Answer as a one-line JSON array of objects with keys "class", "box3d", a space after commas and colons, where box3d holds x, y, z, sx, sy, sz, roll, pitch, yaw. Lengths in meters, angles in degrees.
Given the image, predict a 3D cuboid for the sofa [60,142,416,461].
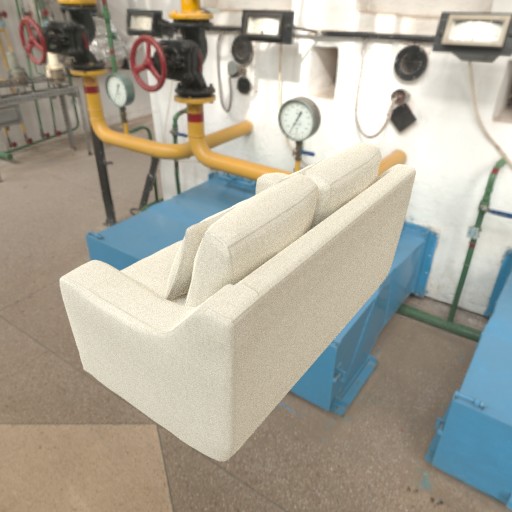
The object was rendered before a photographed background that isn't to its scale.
[{"class": "sofa", "box3d": [0.000, 0.000, 2.368, 1.040, 1.047, 1.744, 21, 37, 31]}]
